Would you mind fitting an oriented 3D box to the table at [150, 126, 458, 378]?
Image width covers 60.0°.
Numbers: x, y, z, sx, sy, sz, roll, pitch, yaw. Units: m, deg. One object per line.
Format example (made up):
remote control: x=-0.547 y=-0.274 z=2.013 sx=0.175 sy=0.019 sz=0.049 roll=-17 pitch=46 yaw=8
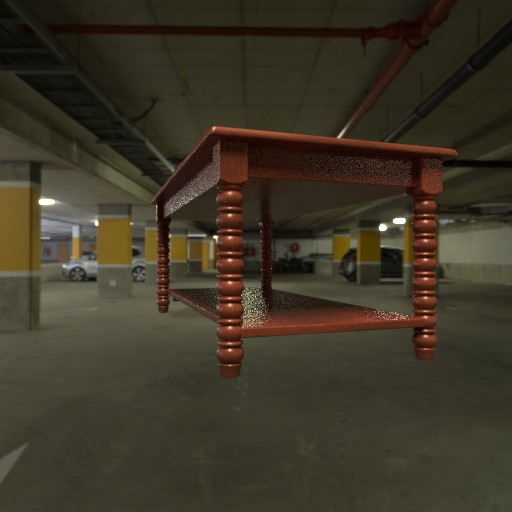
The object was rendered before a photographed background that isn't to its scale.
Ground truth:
table: x=0.000 y=0.000 z=1.465 sx=0.580 sy=0.485 sz=1.171 roll=0 pitch=0 yaw=-19
